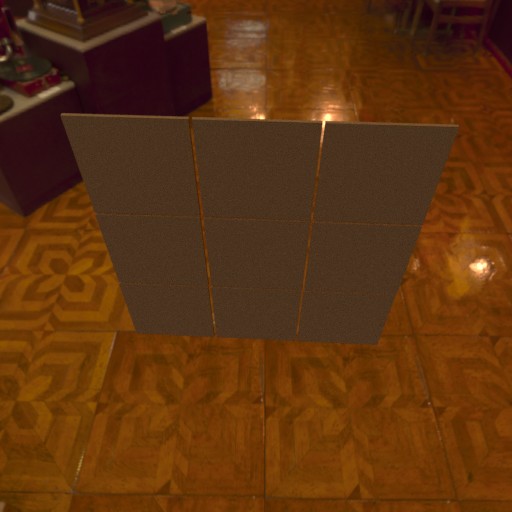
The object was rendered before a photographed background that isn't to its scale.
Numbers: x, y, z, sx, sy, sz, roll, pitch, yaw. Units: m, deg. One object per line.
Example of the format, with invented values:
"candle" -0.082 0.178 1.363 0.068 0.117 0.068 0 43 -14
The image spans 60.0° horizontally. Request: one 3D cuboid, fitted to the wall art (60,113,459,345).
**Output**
"wall art" 0.000 0.000 1.355 0.919 0.917 0.010 2 47 2
